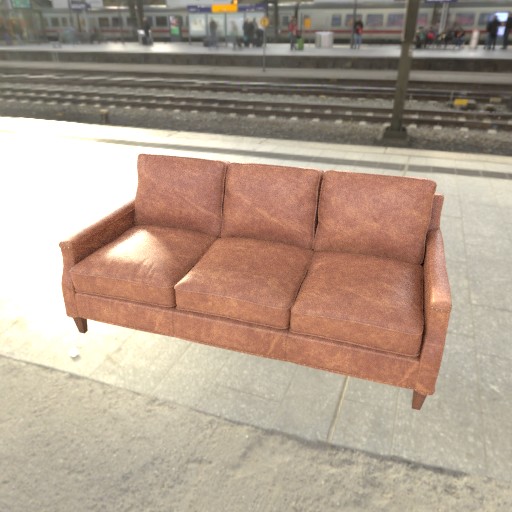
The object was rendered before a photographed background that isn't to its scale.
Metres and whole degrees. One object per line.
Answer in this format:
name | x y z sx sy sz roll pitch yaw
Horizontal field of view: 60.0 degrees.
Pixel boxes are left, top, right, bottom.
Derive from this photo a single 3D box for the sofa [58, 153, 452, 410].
sofa | 0.000 0.000 2.820 2.246 1.003 1.084 9 29 16
